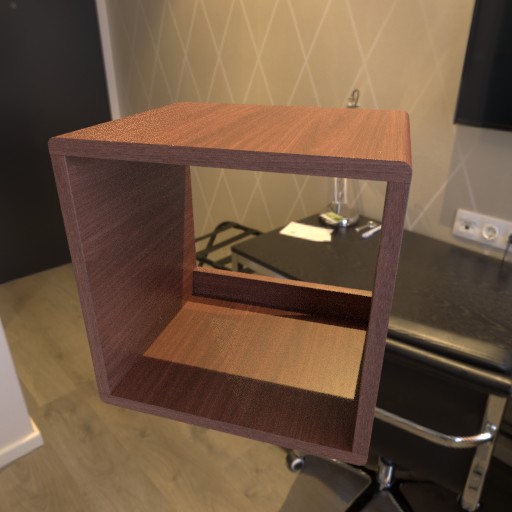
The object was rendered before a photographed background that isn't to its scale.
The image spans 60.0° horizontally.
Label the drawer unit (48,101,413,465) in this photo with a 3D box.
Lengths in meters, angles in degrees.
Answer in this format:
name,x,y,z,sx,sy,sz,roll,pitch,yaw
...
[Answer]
name,x,y,z,sx,sy,sz,roll,pitch,yaw
drawer unit,0.000,0.000,0.598,0.349,0.351,0.290,8,27,15
